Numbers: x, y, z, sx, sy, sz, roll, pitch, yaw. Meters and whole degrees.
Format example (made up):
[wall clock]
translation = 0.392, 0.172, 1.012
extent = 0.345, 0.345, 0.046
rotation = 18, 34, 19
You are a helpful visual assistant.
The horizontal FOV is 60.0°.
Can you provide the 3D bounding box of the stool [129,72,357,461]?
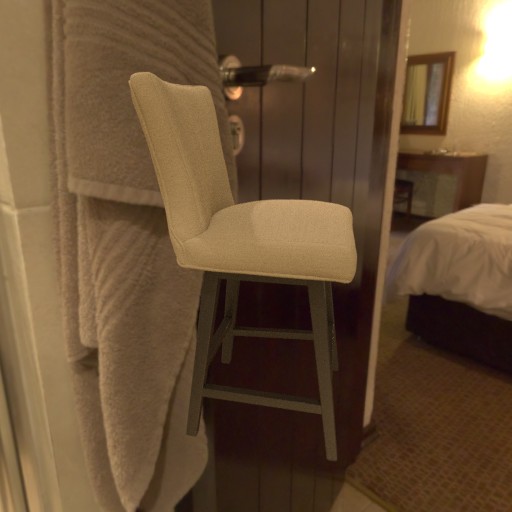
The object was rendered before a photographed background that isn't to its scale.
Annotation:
[stool]
translation = 0.000, 0.000, 1.344
extent = 0.574, 1.000, 0.514
rotation = 3, 17, 10
